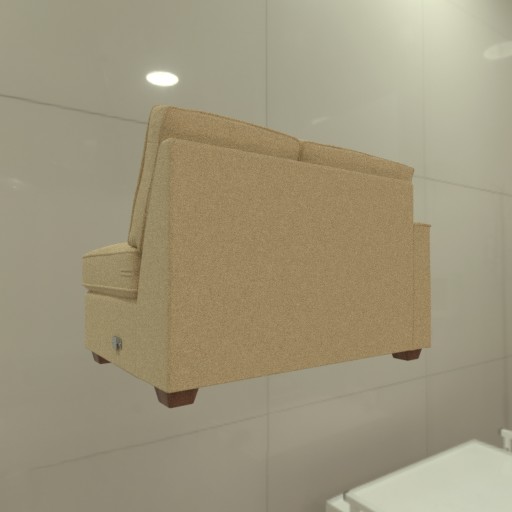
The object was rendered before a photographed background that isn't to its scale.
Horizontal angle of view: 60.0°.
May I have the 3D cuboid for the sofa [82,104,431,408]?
[{"bbox_3d":[0.000,0.000,2.111,1.388,0.989,0.991,1,-2,-36],"label":"sofa"}]
